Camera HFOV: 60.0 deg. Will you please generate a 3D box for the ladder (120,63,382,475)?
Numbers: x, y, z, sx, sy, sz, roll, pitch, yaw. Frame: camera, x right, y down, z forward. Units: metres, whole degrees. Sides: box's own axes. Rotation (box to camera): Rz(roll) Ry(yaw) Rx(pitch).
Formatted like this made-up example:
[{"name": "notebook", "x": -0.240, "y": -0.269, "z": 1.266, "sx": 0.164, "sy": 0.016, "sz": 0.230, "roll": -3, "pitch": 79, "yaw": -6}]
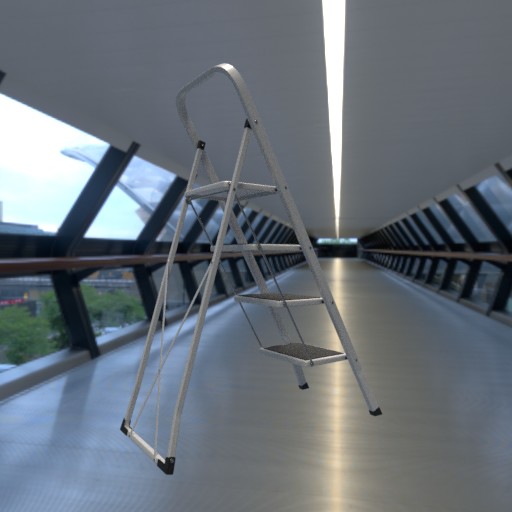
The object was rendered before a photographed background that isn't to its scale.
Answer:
[{"name": "ladder", "x": 0.000, "y": 0.000, "z": 1.697, "sx": 0.914, "sy": 1.265, "sz": 0.460, "roll": 0, "pitch": 0, "yaw": -35}]
